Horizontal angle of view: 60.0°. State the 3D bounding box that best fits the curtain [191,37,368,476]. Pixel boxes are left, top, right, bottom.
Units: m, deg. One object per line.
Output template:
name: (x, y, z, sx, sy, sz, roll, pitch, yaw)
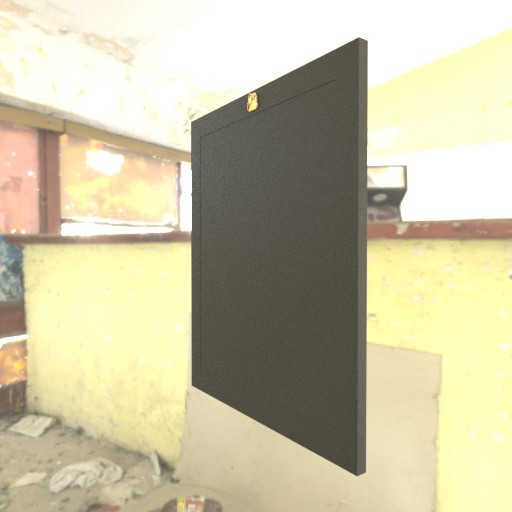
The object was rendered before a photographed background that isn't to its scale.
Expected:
curtain: (0.000, 0.000, 0.790, 0.027, 0.585, 0.483, -1, 1, -35)
